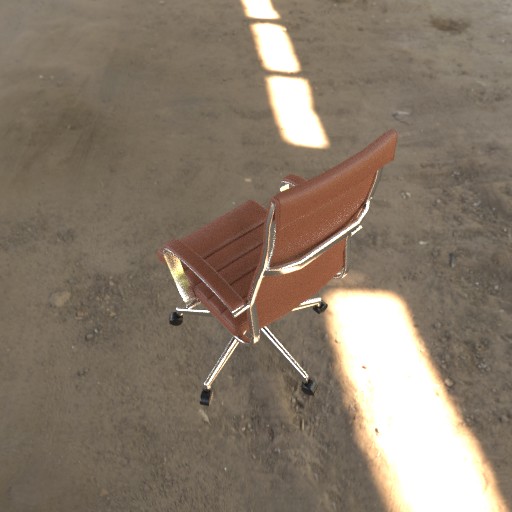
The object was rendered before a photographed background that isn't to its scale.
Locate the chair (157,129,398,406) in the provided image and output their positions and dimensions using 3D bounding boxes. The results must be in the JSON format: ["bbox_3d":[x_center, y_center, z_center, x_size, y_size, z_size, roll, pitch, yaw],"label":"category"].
[{"bbox_3d":[0.000,0.000,1.641,0.766,1.149,0.739,-33,55,-27],"label":"chair"}]
